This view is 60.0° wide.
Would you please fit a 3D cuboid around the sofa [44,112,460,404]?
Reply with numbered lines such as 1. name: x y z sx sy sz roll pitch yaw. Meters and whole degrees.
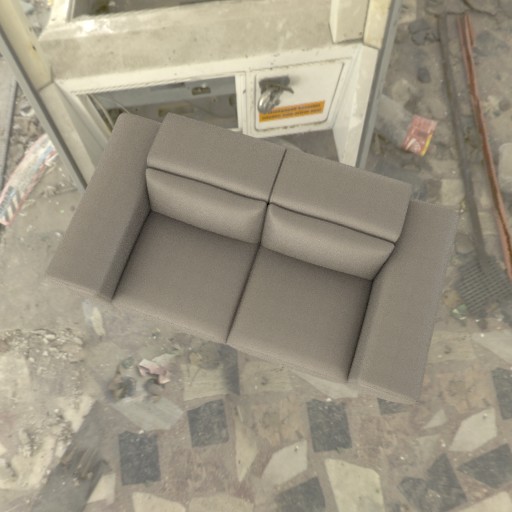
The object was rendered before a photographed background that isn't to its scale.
1. sofa: 0.000 0.000 2.439 1.930 0.753 1.024 18 75 5
